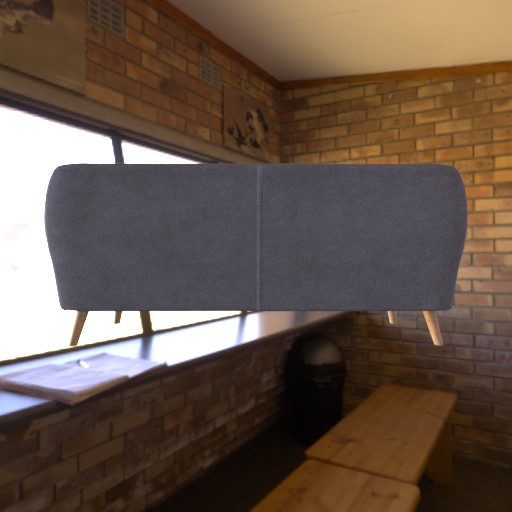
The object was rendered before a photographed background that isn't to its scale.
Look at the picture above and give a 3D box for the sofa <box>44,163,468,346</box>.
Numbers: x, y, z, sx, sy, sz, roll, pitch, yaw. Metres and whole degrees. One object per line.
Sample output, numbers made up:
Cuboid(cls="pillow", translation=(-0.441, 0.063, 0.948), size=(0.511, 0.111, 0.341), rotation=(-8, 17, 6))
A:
Cuboid(cls="sofa", translation=(0.000, 0.000, 2.376), size=(1.970, 0.830, 0.830), rotation=(0, 0, -1))
